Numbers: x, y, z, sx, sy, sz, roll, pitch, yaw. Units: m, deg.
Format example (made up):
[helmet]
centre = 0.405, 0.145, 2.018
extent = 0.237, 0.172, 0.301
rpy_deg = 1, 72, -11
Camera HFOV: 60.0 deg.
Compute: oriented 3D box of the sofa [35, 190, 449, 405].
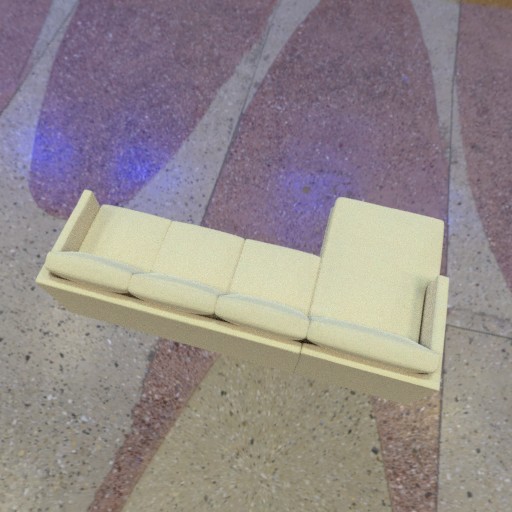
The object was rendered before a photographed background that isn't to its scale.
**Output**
[sofa]
centre = 0.000, 0.000, 3.909
extent = 3.205, 0.922, 1.650
rpy_deg = 14, 65, 7
